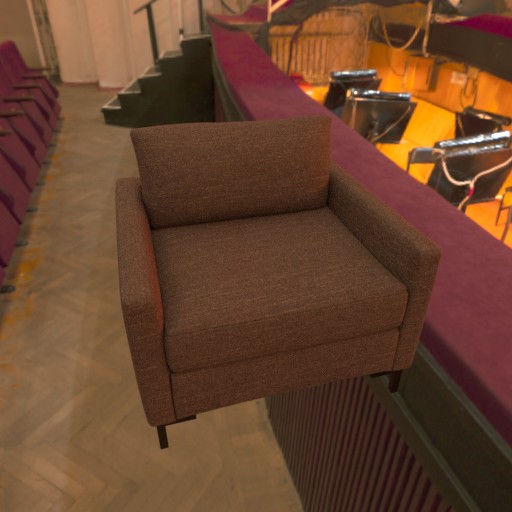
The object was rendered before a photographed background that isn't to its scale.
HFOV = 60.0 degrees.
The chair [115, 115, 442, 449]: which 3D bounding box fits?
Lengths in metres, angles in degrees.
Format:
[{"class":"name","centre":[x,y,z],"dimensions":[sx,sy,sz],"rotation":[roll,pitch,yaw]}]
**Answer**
[{"class":"chair","centre":[0.000,0.000,1.608],"dimensions":[0.940,0.841,0.845],"rotation":[-9,33,-13]}]
